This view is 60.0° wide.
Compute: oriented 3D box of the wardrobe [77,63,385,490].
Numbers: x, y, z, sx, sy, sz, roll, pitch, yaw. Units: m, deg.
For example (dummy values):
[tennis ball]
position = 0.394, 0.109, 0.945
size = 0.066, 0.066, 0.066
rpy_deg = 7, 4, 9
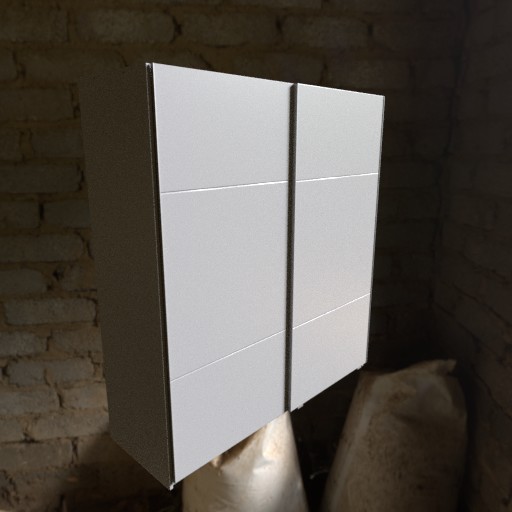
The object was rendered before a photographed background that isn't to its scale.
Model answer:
[wardrobe]
position = 0.000, 0.000, 2.742
size = 0.629, 1.960, 1.780
rpy_deg = 13, 19, 42
